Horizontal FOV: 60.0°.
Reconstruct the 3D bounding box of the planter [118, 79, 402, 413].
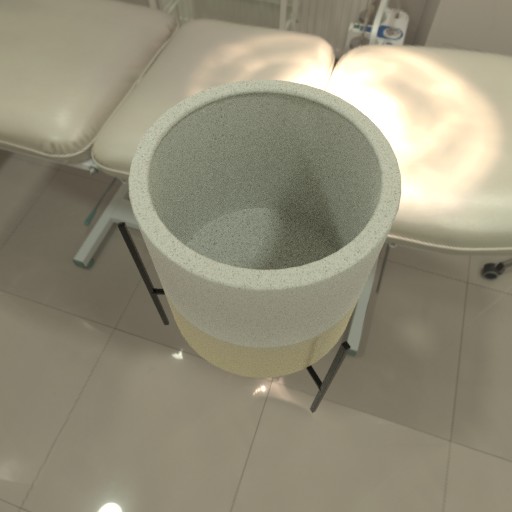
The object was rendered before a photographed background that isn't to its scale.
[{"bbox_3d":[0.000,0.000,0.548,0.263,0.362,0.267,16,61,9],"label":"planter"}]
